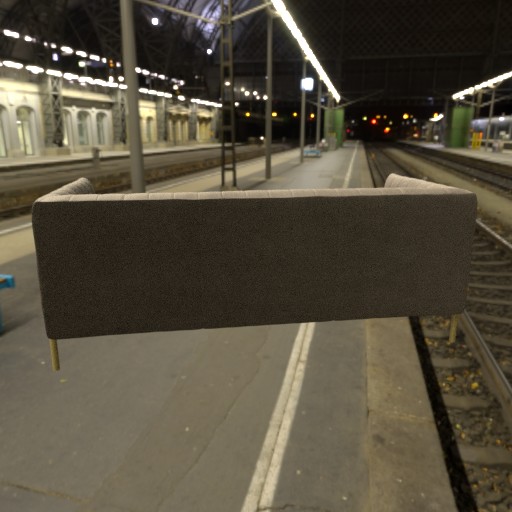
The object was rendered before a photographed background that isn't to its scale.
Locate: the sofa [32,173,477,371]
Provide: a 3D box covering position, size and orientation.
[{"bbox_3d":[0.000,0.000,2.349,1.980,0.780,0.876,-2,16,-8],"label":"sofa"}]
